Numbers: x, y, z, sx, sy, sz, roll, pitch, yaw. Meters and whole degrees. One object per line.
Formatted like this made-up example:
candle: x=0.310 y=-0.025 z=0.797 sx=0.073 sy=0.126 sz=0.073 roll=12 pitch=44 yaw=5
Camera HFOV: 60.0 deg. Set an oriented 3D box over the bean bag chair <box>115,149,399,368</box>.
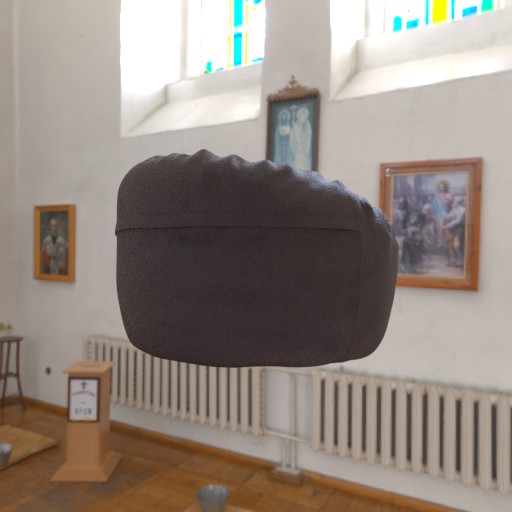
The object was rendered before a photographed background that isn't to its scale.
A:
bean bag chair: x=0.000 y=0.000 z=2.050 sx=1.245 sy=0.821 sz=1.245 roll=0 pitch=-1 yaw=0
